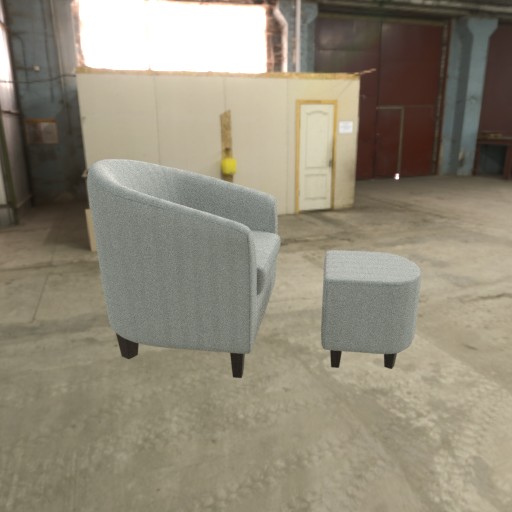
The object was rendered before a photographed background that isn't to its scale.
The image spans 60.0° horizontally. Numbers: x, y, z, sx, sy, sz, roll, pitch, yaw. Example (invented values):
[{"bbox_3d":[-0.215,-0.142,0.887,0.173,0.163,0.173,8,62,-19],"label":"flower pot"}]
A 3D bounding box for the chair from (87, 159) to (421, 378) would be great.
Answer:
[{"bbox_3d":[0.000,0.000,1.807,1.288,0.757,0.756,3,16,9],"label":"chair"}]
